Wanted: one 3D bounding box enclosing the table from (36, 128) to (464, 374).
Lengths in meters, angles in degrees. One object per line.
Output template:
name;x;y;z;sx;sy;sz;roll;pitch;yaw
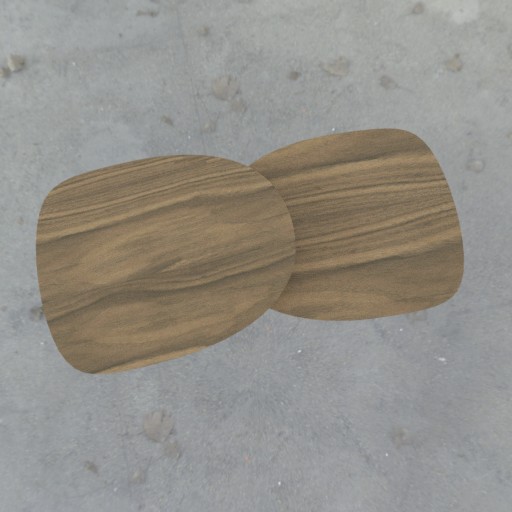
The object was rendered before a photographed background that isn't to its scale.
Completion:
table;0.000;0.000;1.311;1.084;0.429;0.527;-11;76;-3
